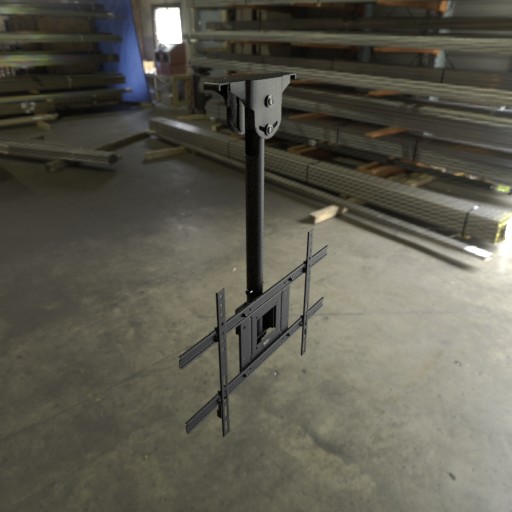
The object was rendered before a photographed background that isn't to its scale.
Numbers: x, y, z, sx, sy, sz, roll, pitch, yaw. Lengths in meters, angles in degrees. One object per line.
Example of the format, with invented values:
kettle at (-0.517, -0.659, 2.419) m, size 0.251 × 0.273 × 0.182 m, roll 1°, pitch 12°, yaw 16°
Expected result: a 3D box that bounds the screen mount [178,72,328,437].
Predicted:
screen mount at (0.000, 0.000, 1.032) m, size 0.090 × 0.775 × 0.595 m, roll 18°, pitch 32°, yaw 31°
